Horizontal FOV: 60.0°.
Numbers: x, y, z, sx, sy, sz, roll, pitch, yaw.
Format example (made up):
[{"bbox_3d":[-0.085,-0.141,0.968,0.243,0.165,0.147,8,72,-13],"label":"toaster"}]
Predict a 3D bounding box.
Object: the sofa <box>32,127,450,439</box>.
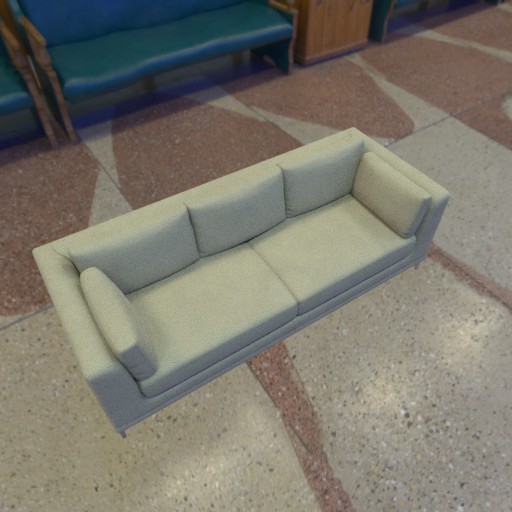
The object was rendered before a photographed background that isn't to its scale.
[{"bbox_3d":[0.000,0.000,2.911,2.415,0.867,0.969,-25,52,-22],"label":"sofa"}]
